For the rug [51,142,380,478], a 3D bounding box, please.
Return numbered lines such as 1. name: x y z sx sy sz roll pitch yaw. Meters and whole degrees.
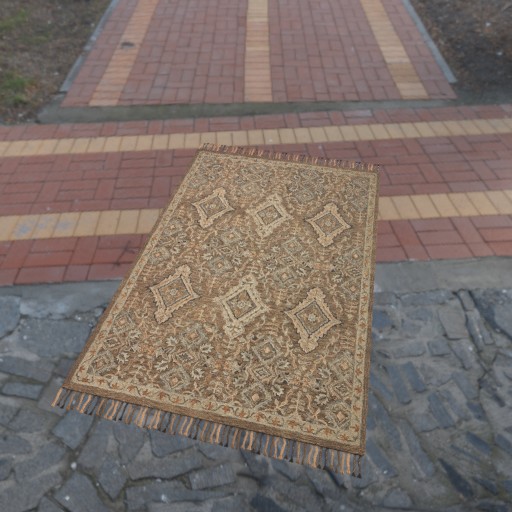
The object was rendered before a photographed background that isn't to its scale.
1. rug: 0.000 0.000 2.878 1.516 0.010 2.434 9 47 9
